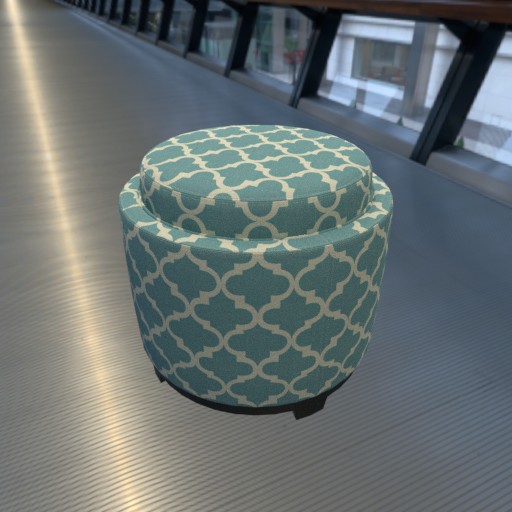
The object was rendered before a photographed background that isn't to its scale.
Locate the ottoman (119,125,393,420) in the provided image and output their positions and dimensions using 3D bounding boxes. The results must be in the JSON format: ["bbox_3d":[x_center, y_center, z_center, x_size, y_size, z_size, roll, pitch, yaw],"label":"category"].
[{"bbox_3d":[0.000,0.000,0.860,0.480,0.429,0.480,0,31,0],"label":"ottoman"}]
